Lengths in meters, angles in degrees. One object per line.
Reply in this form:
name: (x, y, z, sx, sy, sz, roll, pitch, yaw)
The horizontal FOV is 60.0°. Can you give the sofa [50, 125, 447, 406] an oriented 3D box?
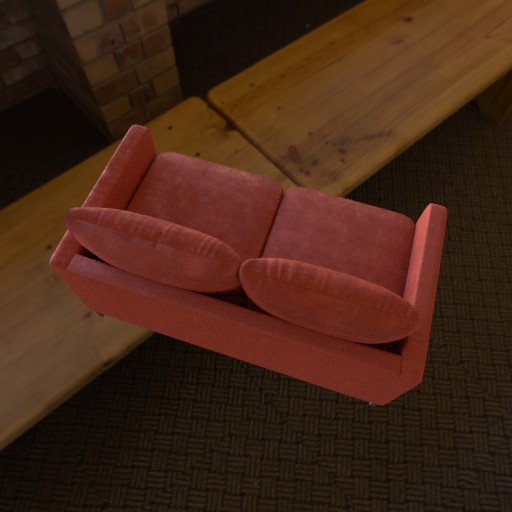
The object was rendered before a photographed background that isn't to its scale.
sofa: (0.000, 0.000, 2.122, 1.574, 0.896, 0.864, 16, 64, 8)
